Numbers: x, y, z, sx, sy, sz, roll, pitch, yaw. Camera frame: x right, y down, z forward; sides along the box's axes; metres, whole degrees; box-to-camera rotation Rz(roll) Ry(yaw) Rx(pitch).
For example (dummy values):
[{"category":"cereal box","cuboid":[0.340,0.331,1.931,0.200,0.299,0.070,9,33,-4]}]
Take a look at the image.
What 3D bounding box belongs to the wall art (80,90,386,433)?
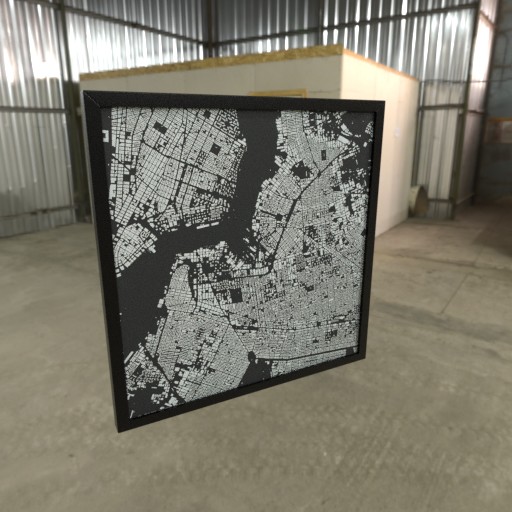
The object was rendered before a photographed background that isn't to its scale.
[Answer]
[{"category":"wall art","cuboid":[0.000,0.000,1.123,0.755,0.761,0.038,-8,18,-27]}]
